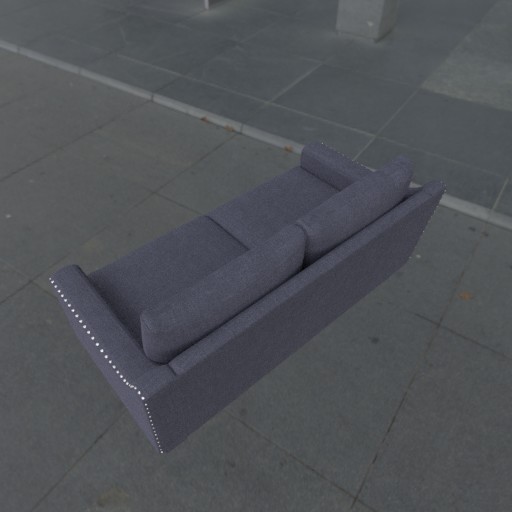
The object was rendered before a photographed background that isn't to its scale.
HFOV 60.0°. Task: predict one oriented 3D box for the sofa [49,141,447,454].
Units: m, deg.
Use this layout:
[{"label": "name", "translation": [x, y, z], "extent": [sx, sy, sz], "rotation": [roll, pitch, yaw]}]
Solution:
[{"label": "sofa", "translation": [0.000, 0.000, 3.276], "extent": [2.550, 1.196, 1.336], "rotation": [-32, 54, -27]}]
